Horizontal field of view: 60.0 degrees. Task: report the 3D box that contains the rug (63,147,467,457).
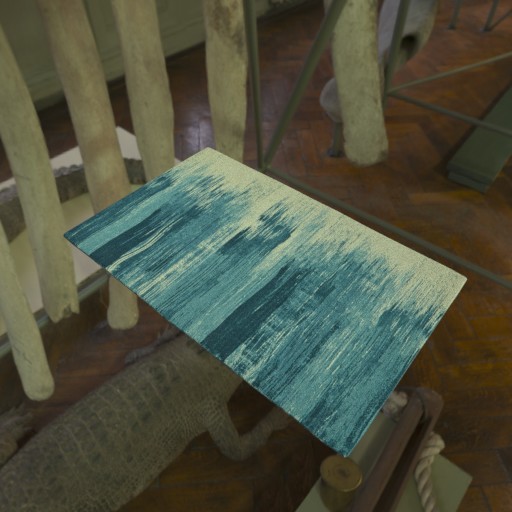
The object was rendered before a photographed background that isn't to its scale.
[{"bbox_3d":[0.000,0.000,3.110,2.450,0.027,1.540,32,54,26],"label":"rug"}]
